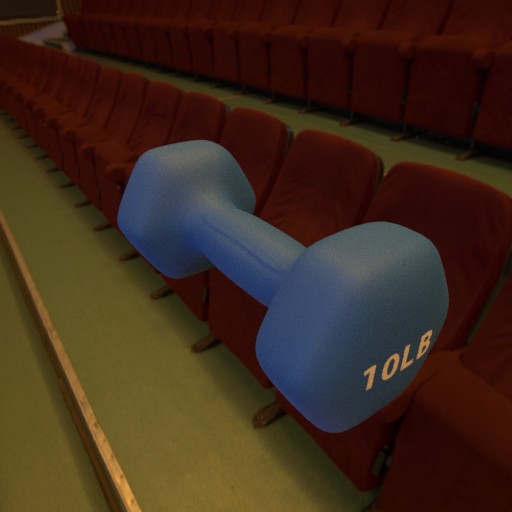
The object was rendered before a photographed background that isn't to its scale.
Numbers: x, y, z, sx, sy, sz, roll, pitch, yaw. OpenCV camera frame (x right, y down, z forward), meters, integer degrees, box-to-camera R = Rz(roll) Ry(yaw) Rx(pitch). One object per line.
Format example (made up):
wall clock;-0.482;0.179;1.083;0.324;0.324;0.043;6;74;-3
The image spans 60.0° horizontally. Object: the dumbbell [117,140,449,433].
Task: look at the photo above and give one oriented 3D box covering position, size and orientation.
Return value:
dumbbell;0.000;0.000;0.263;0.103;0.093;0.212;-20;36;-30
